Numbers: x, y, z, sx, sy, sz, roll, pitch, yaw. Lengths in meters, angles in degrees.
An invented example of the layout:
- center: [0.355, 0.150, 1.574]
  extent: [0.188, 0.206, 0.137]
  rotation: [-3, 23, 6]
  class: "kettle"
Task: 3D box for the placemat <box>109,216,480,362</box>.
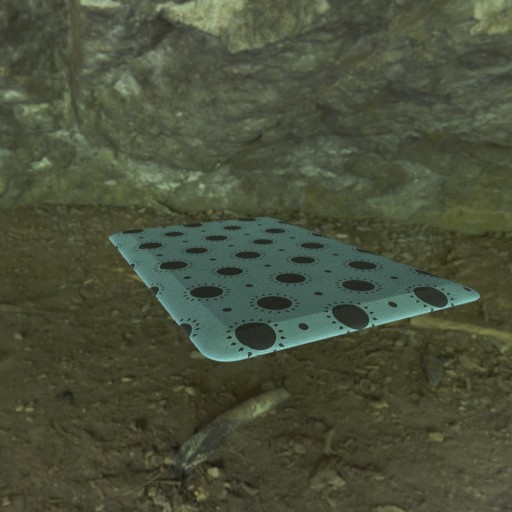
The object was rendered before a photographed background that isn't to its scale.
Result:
- center: [0.000, 0.000, 0.970]
  extent: [0.508, 0.021, 0.762]
  rotation: [-8, 18, -26]
  class: "placemat"
